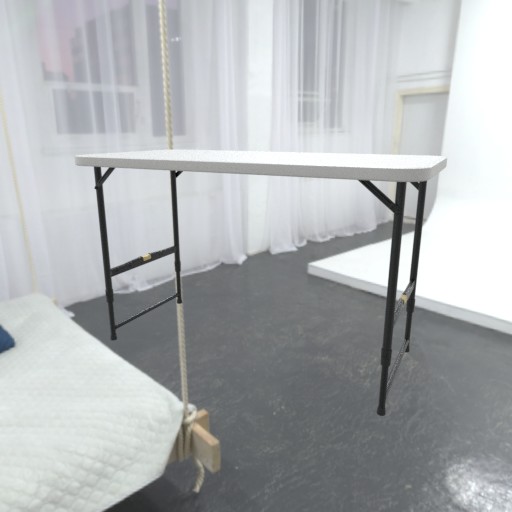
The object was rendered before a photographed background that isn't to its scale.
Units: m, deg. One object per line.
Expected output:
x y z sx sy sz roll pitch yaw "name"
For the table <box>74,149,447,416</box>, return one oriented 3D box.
0.000 0.000 1.667 1.219 0.737 0.610 8 18 26 "table"
